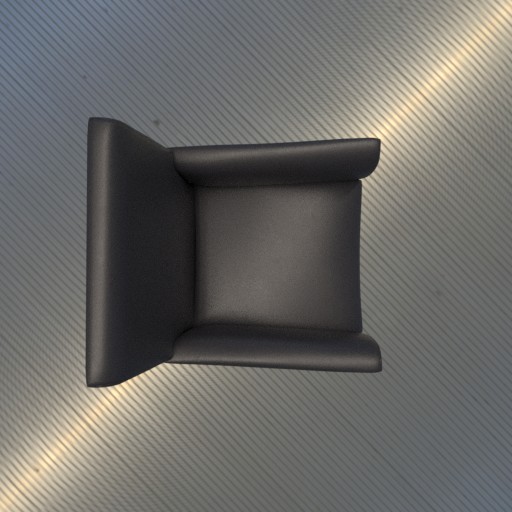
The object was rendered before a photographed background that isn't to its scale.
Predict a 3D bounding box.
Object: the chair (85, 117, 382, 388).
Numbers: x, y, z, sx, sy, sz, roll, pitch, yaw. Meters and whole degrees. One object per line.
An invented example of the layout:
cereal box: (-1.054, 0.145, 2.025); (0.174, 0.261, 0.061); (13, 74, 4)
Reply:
chair: (0.000, 0.000, 1.465); (0.772, 0.951, 0.683); (0, 89, -1)
